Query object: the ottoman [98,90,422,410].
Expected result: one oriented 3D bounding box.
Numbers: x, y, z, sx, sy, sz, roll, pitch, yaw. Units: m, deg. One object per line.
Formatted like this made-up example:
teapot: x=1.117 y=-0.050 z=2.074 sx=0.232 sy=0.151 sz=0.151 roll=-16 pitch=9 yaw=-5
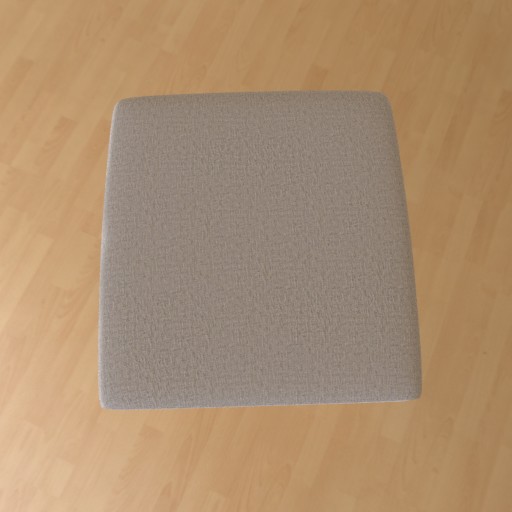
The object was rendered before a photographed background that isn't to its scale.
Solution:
ottoman: x=0.000 y=0.000 z=1.056 sx=0.648 sy=0.399 sz=0.655 roll=-2 pitch=77 yaw=0
